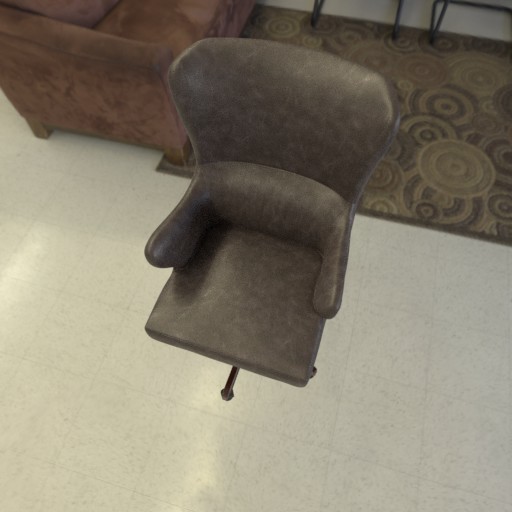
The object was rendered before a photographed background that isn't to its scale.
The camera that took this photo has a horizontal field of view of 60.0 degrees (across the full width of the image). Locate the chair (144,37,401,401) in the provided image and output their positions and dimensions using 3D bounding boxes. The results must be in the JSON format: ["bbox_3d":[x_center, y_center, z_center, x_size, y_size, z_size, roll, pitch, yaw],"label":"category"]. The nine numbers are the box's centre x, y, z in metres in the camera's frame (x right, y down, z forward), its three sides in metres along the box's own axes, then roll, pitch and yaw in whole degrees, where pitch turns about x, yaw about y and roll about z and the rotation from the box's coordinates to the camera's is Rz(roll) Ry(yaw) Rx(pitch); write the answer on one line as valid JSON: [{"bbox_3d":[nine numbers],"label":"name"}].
[{"bbox_3d":[0.000,0.000,1.409,0.594,1.037,0.717,16,60,9],"label":"chair"}]
